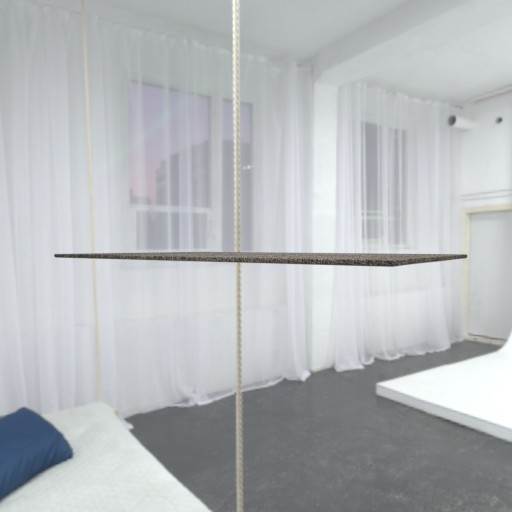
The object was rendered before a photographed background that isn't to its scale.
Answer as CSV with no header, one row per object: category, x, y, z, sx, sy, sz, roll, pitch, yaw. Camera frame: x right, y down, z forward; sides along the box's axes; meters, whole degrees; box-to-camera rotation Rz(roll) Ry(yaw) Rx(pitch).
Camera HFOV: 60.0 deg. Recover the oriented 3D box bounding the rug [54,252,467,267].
rug,0.000,0.000,2.976,2.352,0.025,1.501,1,2,36
